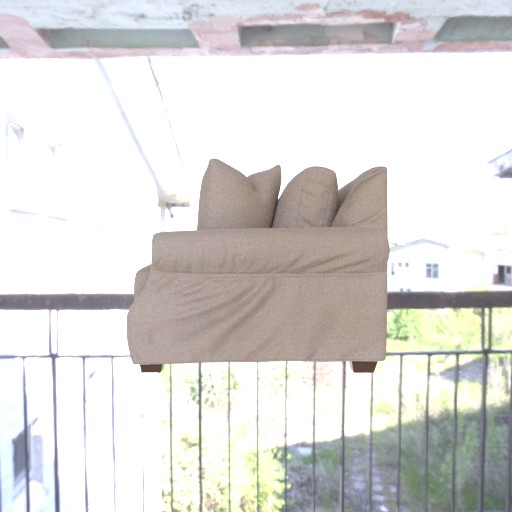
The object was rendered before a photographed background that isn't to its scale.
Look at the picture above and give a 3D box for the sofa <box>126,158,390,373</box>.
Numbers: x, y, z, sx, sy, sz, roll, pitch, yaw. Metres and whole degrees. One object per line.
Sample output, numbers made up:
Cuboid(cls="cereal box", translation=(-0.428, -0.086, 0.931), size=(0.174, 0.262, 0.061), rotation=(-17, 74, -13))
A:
Cuboid(cls="sofa", translation=(0.000, 0.000, 2.819), size=(1.067, 0.904, 2.285), rotation=(0, 1, 0))
